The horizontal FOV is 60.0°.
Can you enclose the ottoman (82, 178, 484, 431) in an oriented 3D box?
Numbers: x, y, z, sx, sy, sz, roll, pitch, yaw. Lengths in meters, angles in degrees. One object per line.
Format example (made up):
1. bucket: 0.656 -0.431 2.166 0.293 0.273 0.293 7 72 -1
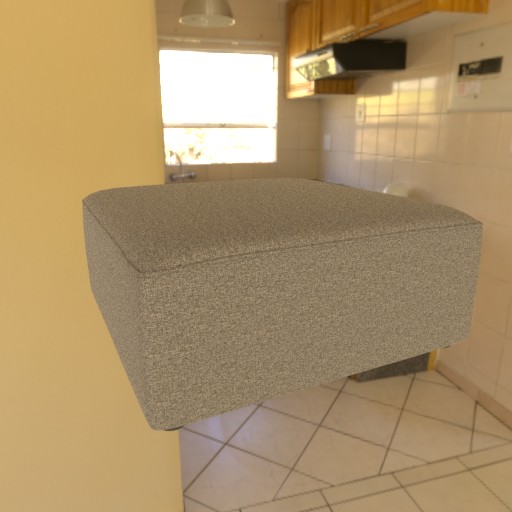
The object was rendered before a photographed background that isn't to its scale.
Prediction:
1. ottoman: 0.000 0.000 1.533 1.015 0.464 1.005 -8 18 -26
